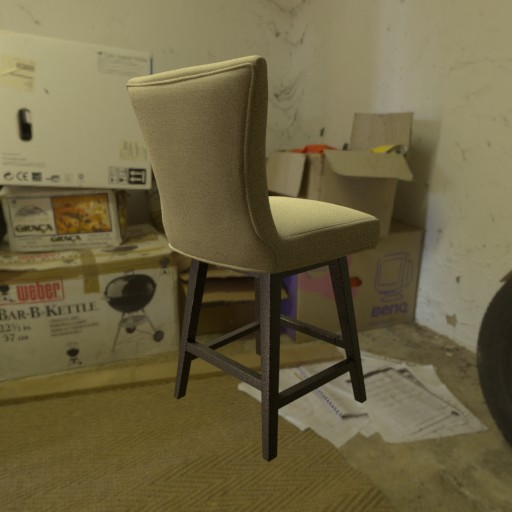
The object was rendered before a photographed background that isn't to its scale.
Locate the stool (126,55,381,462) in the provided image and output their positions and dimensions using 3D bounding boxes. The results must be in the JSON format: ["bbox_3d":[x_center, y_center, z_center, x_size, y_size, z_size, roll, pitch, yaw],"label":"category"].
[{"bbox_3d":[0.000,0.000,1.326,0.574,1.000,0.514,-14,20,-43],"label":"stool"}]
